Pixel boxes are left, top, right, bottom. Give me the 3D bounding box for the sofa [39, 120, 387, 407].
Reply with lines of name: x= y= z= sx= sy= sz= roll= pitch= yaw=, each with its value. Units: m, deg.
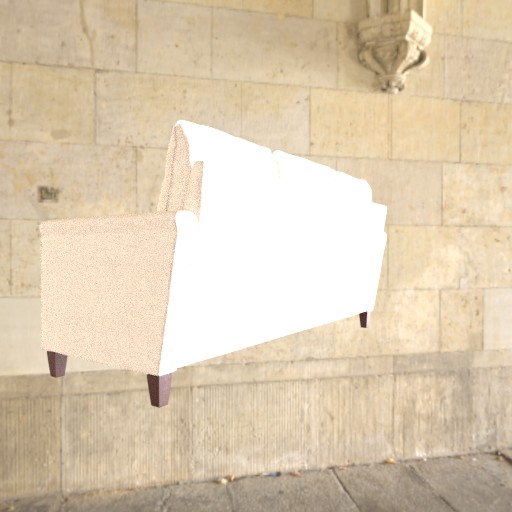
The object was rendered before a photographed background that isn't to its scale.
sofa: x=0.000 y=0.000 z=2.335 sx=0.828 sy=0.961 sz=1.925 roll=0 pitch=1 yaw=35
